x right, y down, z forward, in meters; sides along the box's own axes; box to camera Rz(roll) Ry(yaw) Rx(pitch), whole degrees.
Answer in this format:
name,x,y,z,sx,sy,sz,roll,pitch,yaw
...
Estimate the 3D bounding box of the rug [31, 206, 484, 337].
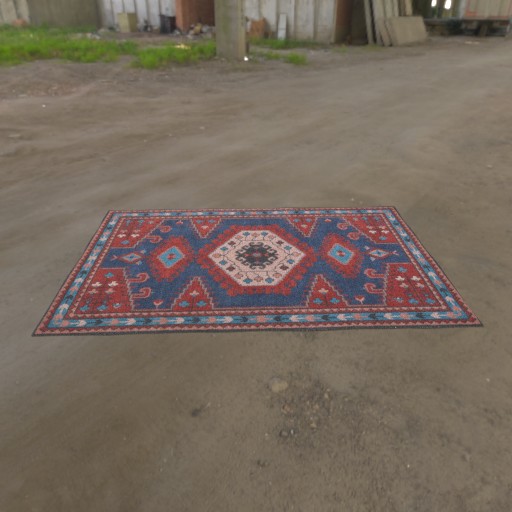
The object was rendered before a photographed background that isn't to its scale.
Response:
name,x,y,z,sx,sy,sz,roll,pitch,yaw
rug,0.000,0.000,2.293,1.820,0.012,1.207,-1,30,-2
